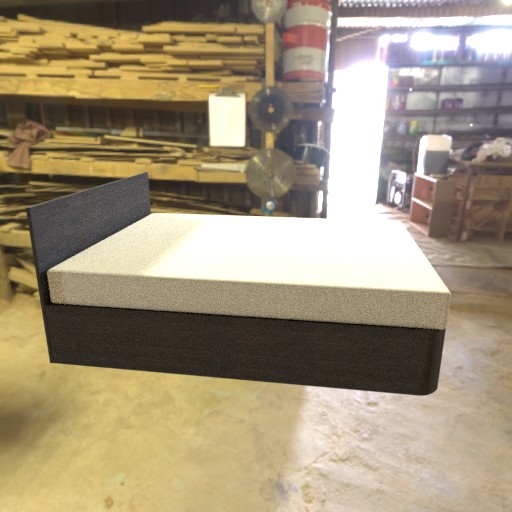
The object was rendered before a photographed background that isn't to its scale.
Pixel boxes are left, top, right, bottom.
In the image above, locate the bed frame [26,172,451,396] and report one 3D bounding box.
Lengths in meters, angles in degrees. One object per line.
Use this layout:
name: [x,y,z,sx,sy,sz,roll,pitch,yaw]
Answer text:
bed frame: [0.000,0.000,2.653,1.900,0.800,1.400,3,18,8]
